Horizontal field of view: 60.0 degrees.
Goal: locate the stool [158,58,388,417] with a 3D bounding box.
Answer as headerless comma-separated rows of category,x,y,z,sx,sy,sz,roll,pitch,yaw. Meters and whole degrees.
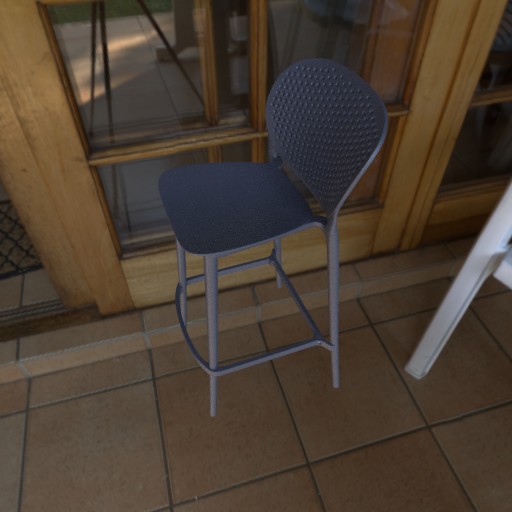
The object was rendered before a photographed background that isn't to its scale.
stool,0.000,0.000,1.368,0.535,1.045,0.536,-16,48,-15
